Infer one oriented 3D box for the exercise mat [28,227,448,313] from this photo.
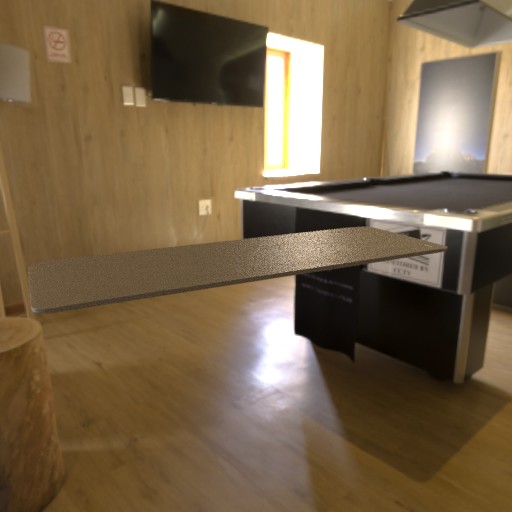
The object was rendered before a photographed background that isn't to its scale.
[{"bbox_3d":[0.000,0.000,2.051,1.884,0.021,0.616,-7,17,-26],"label":"exercise mat"}]
